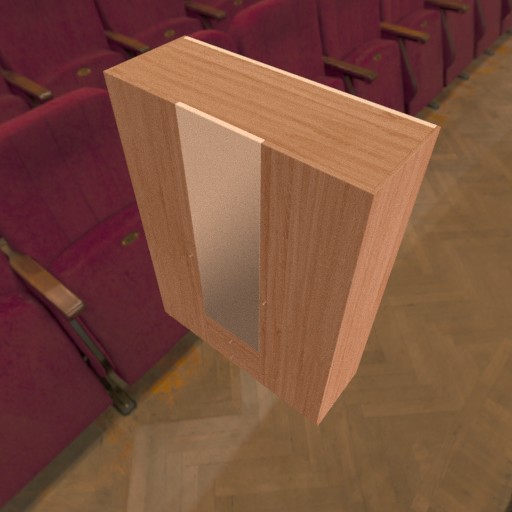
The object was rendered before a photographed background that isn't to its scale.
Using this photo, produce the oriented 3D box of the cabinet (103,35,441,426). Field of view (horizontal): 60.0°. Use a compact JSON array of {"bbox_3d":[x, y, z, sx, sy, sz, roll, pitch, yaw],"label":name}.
[{"bbox_3d":[0.000,0.000,2.785,1.500,2.120,0.590,31,55,25],"label":"cabinet"}]
